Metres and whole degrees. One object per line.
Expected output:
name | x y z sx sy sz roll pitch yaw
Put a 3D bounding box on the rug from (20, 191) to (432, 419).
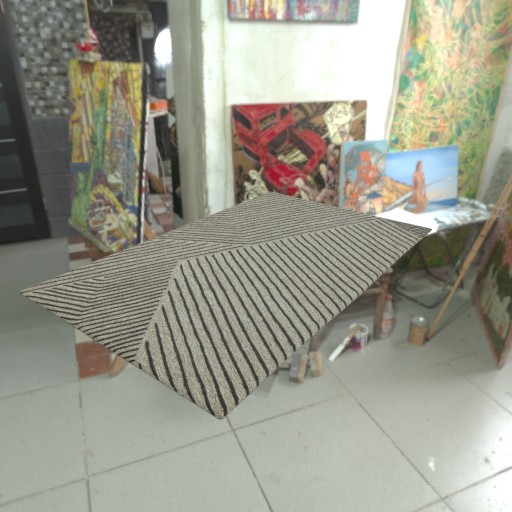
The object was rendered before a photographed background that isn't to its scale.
rug | 0.000 0.000 2.937 1.539 0.023 2.406 19 31 34
